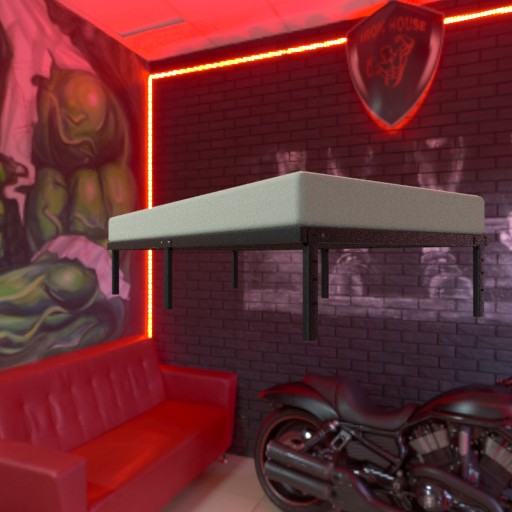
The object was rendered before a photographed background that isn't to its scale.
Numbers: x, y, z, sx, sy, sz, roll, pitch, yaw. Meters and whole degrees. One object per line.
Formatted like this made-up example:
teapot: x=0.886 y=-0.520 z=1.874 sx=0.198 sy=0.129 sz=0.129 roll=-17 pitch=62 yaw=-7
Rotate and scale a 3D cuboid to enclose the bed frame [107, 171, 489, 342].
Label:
bed frame: x=0.000 y=0.000 z=3.189 sx=1.393 sy=0.680 sz=2.635 roll=0 pitch=0 yaw=-34
